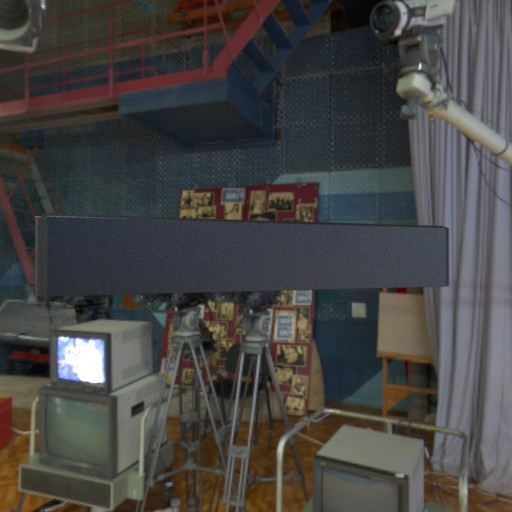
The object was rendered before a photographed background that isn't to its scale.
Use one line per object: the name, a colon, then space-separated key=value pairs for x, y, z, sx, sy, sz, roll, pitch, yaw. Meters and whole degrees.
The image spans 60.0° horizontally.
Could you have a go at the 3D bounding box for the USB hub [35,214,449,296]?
USB hub: x=0.000 y=0.000 z=0.166 sx=0.145 sy=0.023 sz=0.044 roll=0 pitch=0 yaw=-19
